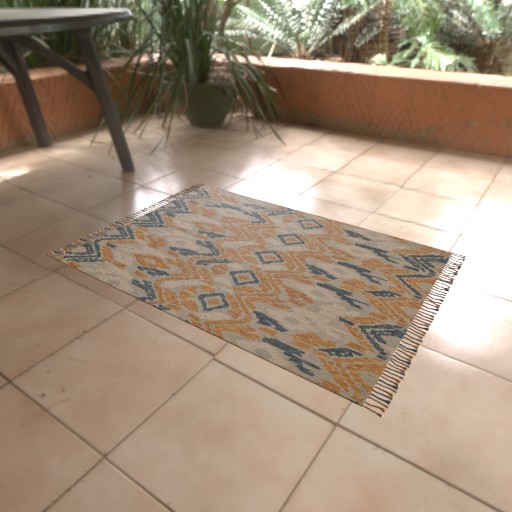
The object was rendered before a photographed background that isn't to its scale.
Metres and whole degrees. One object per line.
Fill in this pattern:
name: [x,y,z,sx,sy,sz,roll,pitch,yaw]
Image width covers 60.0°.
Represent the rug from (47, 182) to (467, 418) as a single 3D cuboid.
rug: [0.000,0.000,2.308,1.827,0.008,1.230,19,36,29]
